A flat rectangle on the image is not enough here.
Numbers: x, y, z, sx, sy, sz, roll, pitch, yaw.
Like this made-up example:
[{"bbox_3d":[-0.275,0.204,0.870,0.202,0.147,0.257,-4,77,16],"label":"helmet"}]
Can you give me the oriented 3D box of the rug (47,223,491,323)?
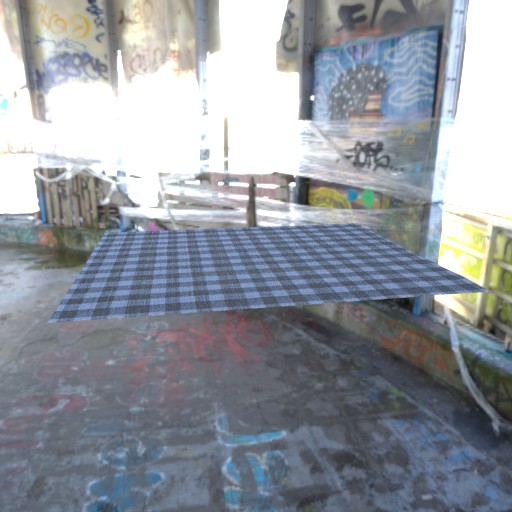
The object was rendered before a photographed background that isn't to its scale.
[{"bbox_3d":[0.000,0.000,4.095,3.021,0.013,2.432,-3,16,-10],"label":"rug"}]
